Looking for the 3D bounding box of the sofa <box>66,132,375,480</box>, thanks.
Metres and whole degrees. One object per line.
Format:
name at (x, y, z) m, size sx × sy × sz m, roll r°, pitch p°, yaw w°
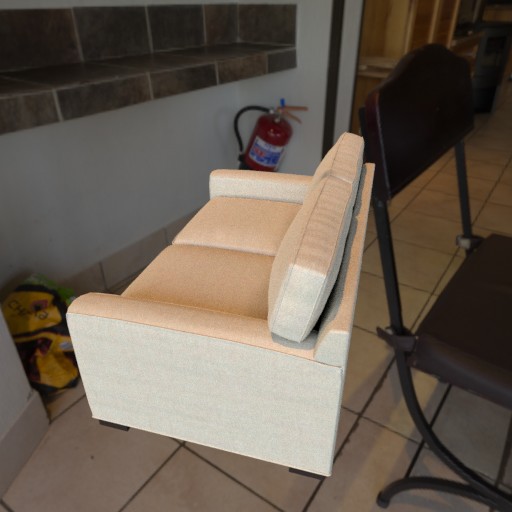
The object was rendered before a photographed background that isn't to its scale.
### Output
sofa at (0.000, 0.000, 2.038) m, size 0.942 × 0.853 × 1.484 m, roll 8°, pitch 31°, yaw 13°
